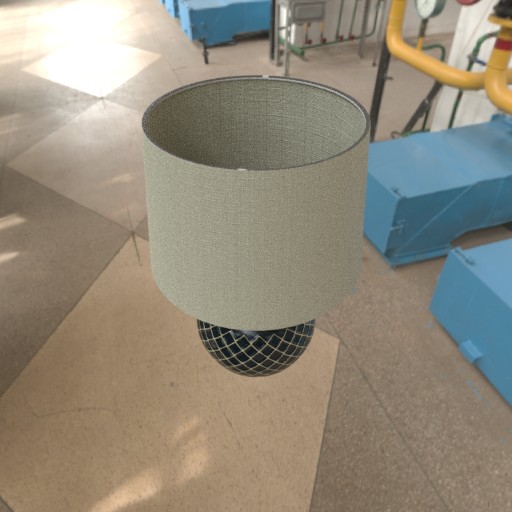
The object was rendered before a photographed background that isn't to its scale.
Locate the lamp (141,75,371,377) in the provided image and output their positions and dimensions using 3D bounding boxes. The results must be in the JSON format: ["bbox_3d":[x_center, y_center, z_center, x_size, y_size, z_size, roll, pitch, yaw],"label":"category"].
[{"bbox_3d":[0.000,0.000,0.814,0.376,0.540,0.376,0,41,0],"label":"lamp"}]
